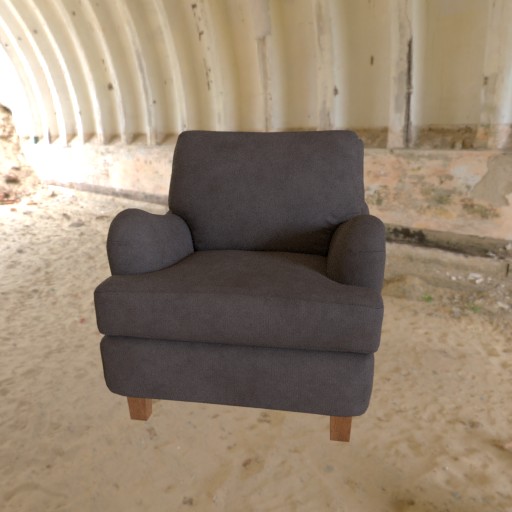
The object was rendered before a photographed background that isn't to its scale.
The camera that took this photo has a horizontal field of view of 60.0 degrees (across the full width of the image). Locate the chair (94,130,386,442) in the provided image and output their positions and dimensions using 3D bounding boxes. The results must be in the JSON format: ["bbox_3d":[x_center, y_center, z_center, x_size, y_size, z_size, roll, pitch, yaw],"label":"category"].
[{"bbox_3d":[0.000,0.000,1.811,0.955,0.997,1.070,2,15,9],"label":"chair"}]
